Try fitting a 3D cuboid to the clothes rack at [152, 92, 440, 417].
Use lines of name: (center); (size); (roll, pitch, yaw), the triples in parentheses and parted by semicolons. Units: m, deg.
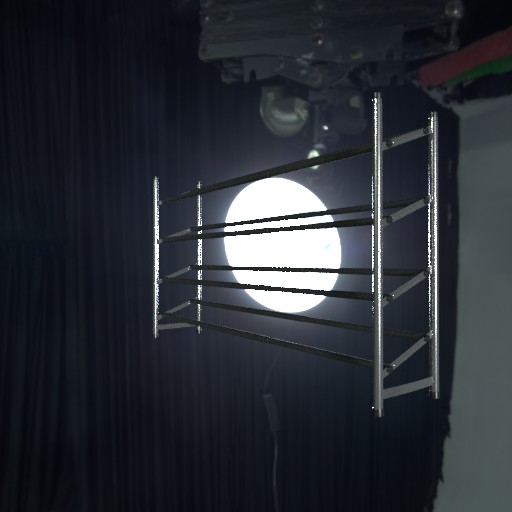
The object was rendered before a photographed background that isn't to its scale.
clothes rack: (0.000, 0.000, 1.447); (0.229, 0.672, 1.168); (0, -1, -36)
